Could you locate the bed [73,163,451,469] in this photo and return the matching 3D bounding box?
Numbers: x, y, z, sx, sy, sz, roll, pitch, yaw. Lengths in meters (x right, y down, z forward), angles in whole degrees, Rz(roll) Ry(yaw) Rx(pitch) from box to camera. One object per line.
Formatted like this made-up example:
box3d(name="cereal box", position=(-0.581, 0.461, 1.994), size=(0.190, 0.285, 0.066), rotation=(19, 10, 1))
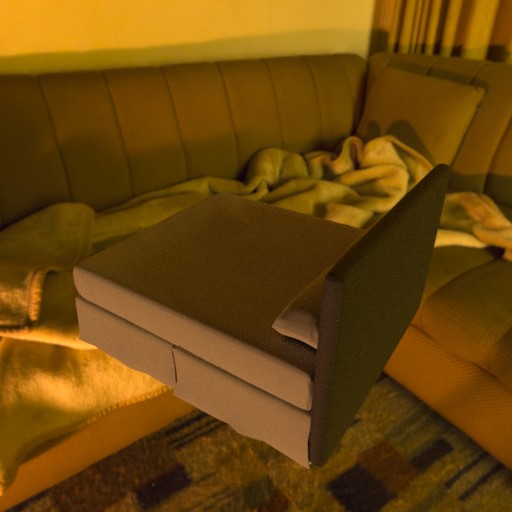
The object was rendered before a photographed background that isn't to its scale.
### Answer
box3d(name="bed", position=(0.000, 0.000, 3.303), size=(2.142, 1.330, 1.884), rotation=(19, 35, 29))
